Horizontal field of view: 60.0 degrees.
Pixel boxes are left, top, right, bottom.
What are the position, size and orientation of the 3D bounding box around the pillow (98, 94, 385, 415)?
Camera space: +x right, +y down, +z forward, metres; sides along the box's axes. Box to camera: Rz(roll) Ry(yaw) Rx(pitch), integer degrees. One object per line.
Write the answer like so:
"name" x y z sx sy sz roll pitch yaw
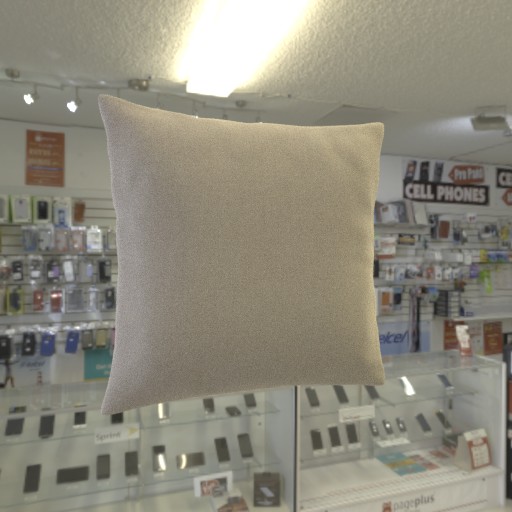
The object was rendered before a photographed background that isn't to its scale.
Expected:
"pillow" 0.000 0.000 0.780 0.523 0.510 0.166 0 0 -17
